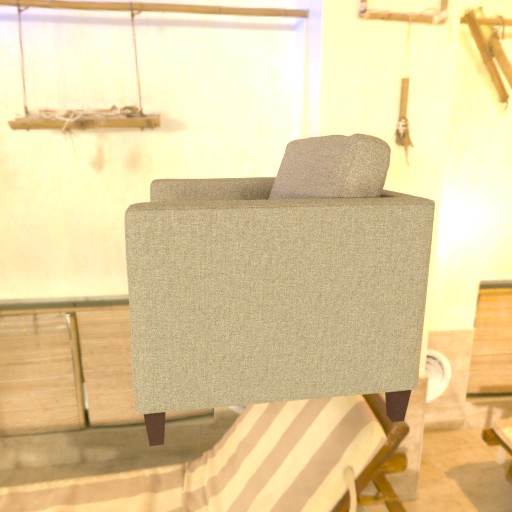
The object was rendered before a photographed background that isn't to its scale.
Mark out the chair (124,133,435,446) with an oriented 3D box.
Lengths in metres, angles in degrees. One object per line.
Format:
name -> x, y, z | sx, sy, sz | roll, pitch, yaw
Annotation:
chair -> 0.000, 0.000, 1.834 | 0.959, 0.961, 1.107 | -2, 14, -9
